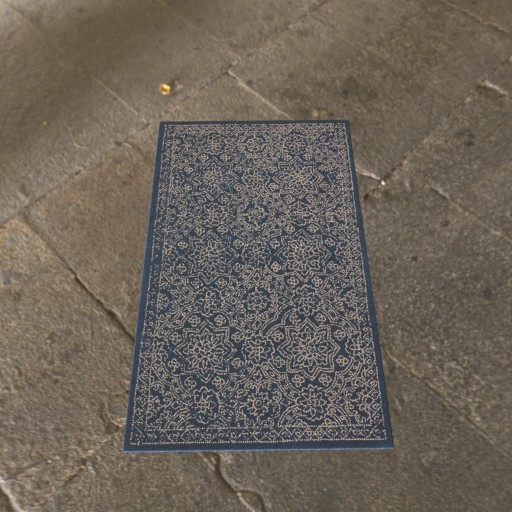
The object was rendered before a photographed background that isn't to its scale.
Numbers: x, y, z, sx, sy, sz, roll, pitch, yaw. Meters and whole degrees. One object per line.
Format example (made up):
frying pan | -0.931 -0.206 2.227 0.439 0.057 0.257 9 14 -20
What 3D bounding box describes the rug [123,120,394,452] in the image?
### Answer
rug | 0.000 0.000 3.035 1.526 0.015 2.441 -1 63 0
